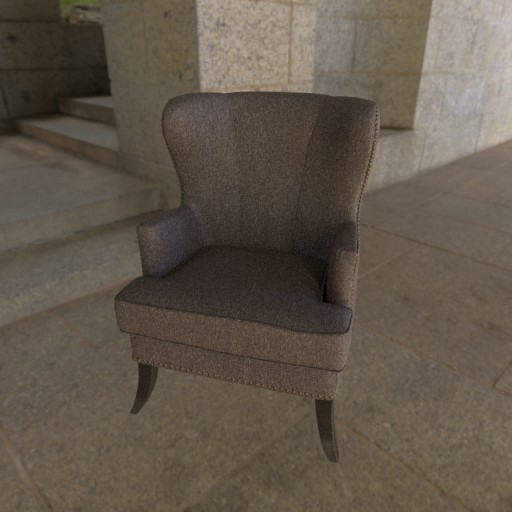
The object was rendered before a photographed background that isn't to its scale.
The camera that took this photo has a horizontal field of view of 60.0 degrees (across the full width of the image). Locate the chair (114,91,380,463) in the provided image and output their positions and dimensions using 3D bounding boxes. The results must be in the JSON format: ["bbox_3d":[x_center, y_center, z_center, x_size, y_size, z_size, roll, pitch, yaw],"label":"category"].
[{"bbox_3d":[0.000,0.000,1.603,0.759,1.060,0.758,7,27,15],"label":"chair"}]
